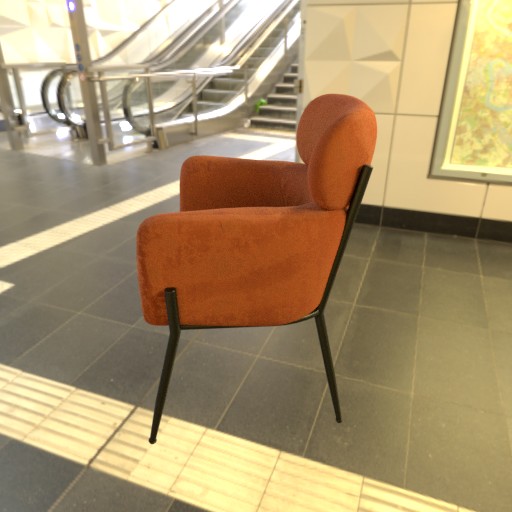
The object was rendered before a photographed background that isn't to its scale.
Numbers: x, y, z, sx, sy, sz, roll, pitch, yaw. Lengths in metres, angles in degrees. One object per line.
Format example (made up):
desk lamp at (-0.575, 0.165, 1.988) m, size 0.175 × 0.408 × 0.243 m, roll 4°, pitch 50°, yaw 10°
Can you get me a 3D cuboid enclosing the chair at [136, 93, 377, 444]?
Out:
chair at (0.000, 0.000, 1.151) m, size 0.523 × 0.772 × 0.561 m, roll 1°, pitch 26°, yaw 1°
